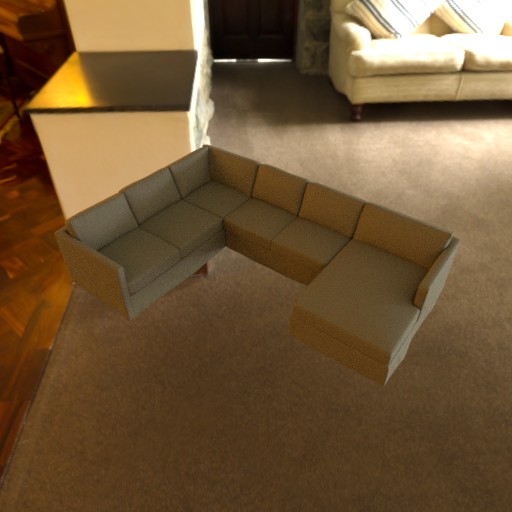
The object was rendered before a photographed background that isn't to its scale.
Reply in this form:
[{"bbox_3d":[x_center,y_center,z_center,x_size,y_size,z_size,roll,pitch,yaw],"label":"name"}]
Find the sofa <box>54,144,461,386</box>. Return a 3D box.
[{"bbox_3d":[0.000,0.000,4.701,3.460,0.882,2.427,26,46,27],"label":"sofa"}]
